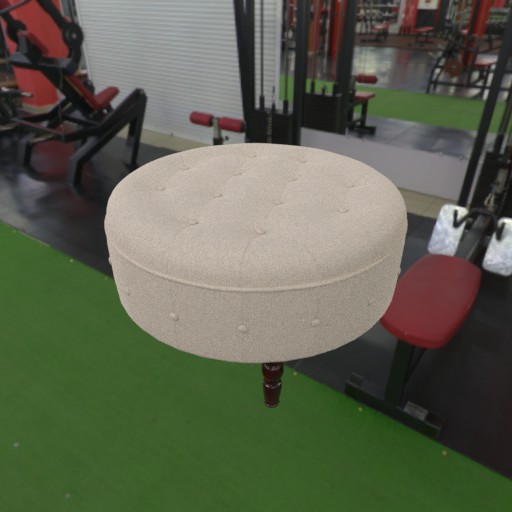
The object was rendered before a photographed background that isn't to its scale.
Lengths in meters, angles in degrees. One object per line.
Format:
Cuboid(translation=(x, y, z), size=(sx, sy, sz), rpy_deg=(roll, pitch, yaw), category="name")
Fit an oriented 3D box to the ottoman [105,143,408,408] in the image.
Cuboid(translation=(0.000, 0.000, 1.378), size=(0.848, 0.494, 0.848), rpy_deg=(0, 31, 0), category="ottoman")
